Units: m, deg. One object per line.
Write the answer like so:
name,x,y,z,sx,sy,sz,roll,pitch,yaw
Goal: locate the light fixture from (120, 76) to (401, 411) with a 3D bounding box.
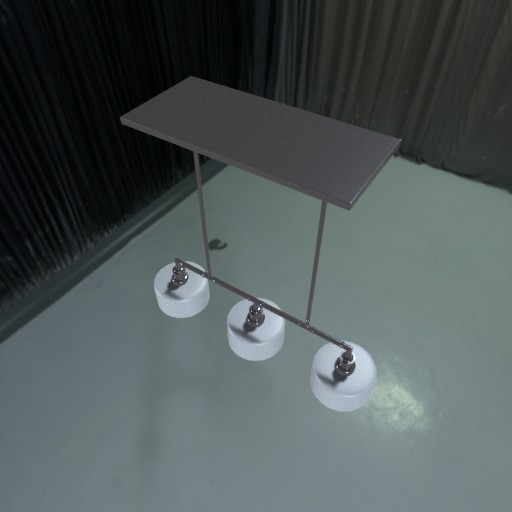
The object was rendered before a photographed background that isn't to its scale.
light fixture,0.000,0.000,0.870,0.582,0.557,0.177,25,51,22
